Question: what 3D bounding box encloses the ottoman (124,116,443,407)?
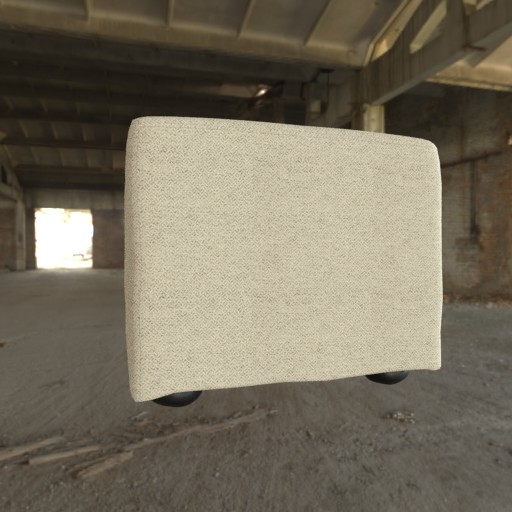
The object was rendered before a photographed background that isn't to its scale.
[{"bbox_3d":[0.000,0.000,0.913,0.521,0.453,0.512,0,1,-17],"label":"ottoman"}]
